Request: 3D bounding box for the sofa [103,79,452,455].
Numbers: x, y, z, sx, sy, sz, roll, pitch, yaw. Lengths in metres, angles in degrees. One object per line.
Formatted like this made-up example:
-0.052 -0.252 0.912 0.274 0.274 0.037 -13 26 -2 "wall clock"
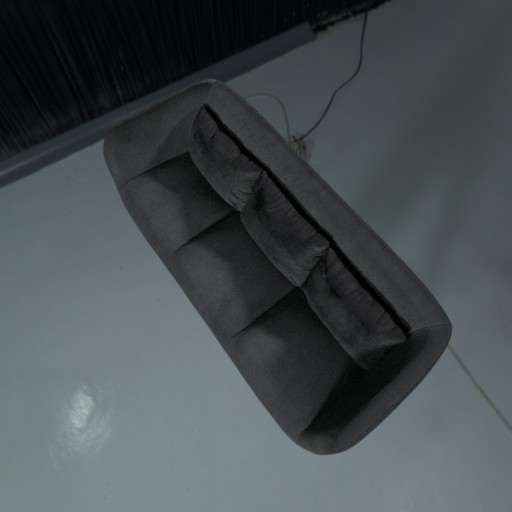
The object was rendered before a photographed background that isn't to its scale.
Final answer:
0.000 0.000 2.735 0.956 0.875 2.296 -33 68 -15 "sofa"
